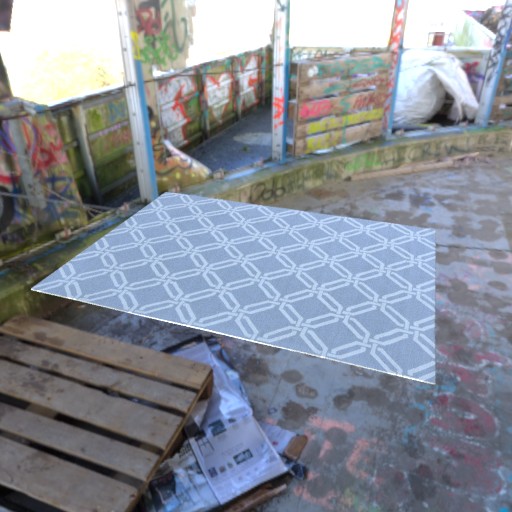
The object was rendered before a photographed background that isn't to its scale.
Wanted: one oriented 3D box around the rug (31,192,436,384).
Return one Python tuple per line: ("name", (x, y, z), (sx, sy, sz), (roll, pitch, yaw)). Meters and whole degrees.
("rug", (0.000, 0.000, 2.784), (2.133, 0.013, 1.522), (10, 32, 17))
